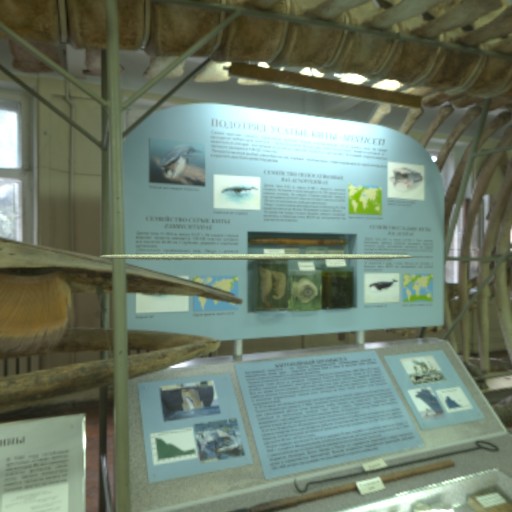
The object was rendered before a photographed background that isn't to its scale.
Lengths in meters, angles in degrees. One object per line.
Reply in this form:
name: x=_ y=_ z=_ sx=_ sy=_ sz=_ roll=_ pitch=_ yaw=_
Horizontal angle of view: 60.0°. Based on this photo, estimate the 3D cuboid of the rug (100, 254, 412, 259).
rug: x=0.000 y=0.000 z=2.394 sx=1.593 sy=0.012 sz=1.593 roll=0 pitch=1 yaw=0
